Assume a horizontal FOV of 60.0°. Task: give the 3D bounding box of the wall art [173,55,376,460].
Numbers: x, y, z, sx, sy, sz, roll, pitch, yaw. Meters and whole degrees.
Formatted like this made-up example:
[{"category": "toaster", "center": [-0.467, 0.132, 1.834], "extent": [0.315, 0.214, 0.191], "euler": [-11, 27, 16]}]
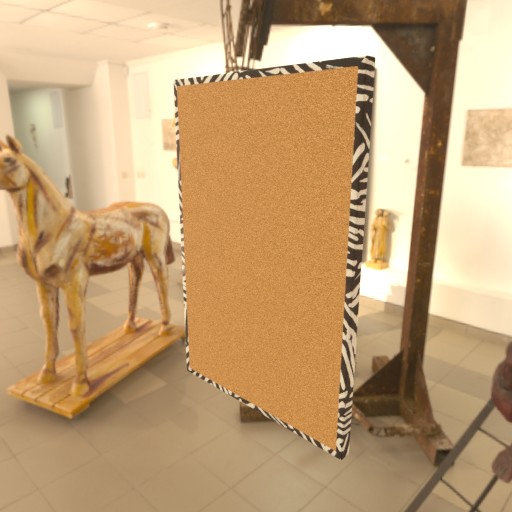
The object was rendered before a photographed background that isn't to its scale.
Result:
[{"category": "wall art", "center": [0.000, 0.000, 1.179], "extent": [0.615, 0.918, 0.035], "euler": [15, 21, 42]}]
